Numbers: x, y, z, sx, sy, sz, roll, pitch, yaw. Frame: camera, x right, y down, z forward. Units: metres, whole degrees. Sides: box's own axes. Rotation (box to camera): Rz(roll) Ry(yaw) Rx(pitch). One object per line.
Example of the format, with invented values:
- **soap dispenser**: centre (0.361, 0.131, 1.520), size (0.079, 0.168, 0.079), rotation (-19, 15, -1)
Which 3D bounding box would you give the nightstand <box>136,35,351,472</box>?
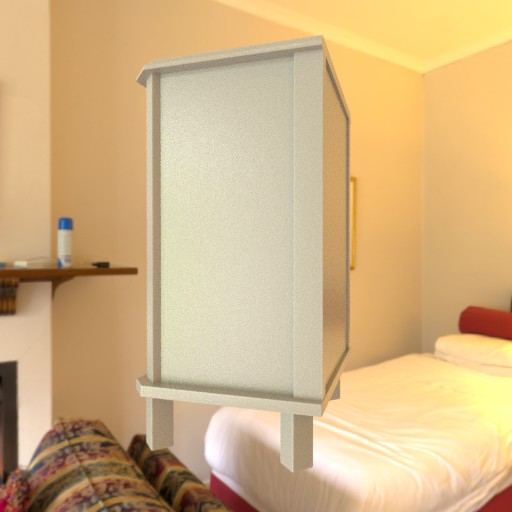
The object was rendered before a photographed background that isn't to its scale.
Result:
- **nightstand**: centre (0.000, 0.000, 0.928), size (0.348, 0.680, 0.435), rotation (0, 1, 18)
